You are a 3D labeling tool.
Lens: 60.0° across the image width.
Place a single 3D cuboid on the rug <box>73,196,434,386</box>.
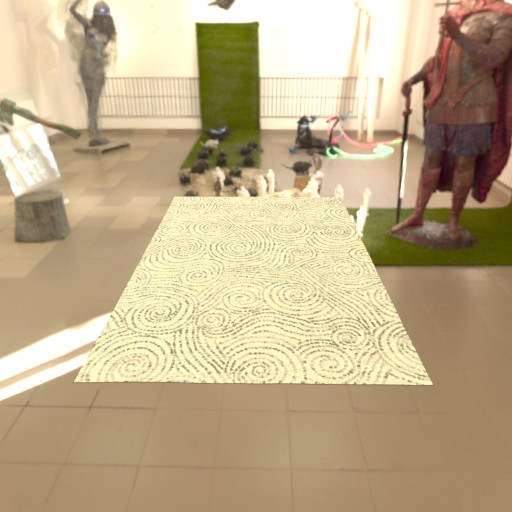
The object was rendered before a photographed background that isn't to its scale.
[{"bbox_3d":[0.000,0.000,2.963,1.524,0.005,2.439,0,26,1],"label":"rug"}]
